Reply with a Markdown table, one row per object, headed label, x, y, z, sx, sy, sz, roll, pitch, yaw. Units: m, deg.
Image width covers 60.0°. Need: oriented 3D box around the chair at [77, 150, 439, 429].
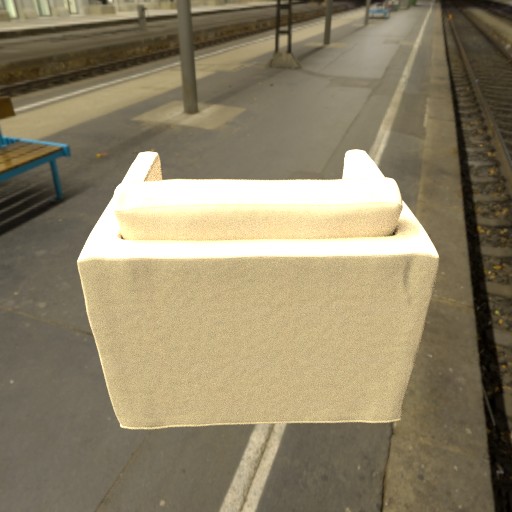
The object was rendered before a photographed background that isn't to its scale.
| label | x | y | z | sx | sy | sz | roll | pitch | yaw |
| --- | --- | --- | --- | --- | --- | --- | --- | --- | --- |
| chair | 0.000 | 0.000 | 1.759 | 1.057 | 0.851 | 0.947 | -1 | 31 | -2 |
